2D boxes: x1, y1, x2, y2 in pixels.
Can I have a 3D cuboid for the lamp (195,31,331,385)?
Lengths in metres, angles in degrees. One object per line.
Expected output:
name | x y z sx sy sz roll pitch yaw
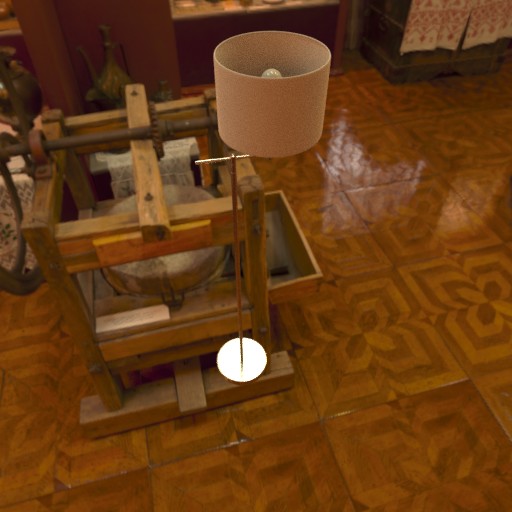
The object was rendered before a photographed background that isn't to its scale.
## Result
lamp | 0.000 0.000 1.793 0.416 1.600 0.324 -10 47 -9
